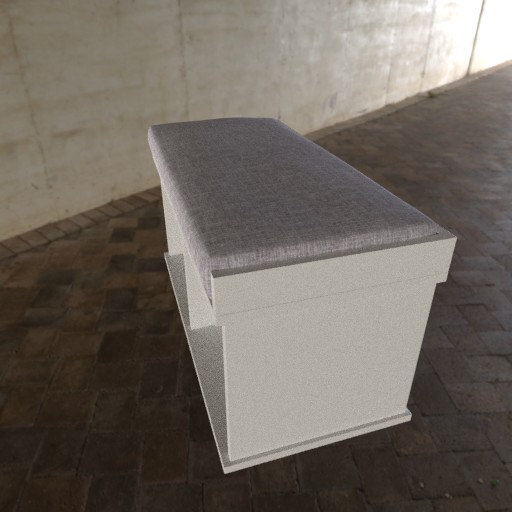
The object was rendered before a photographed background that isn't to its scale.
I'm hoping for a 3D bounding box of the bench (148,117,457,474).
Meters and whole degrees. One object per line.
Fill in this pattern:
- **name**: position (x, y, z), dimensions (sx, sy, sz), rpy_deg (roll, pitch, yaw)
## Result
- **bench**: position (0.000, 0.000, 0.980), dimensions (0.362, 0.461, 0.734), rpy_deg (-9, 31, -15)
